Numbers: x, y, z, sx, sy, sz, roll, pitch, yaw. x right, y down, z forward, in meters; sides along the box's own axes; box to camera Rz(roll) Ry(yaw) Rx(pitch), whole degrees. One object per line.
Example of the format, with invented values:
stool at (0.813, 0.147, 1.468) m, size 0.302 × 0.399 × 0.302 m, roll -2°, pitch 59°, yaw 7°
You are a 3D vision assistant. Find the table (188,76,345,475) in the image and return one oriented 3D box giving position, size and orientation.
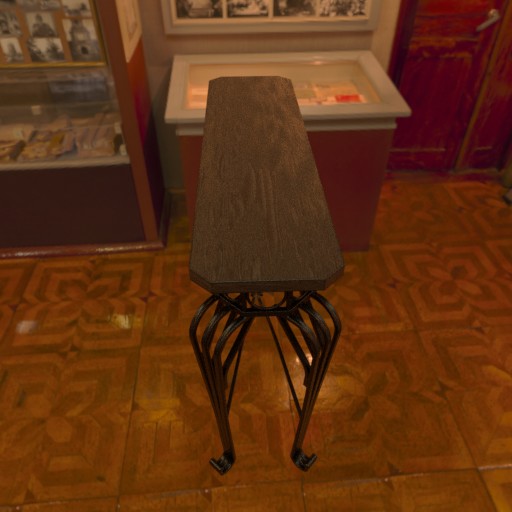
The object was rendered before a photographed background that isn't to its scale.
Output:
table at (0.000, 0.000, 1.461) m, size 0.329 × 0.800 × 1.112 m, roll -2°, pitch 41°, yaw -2°
